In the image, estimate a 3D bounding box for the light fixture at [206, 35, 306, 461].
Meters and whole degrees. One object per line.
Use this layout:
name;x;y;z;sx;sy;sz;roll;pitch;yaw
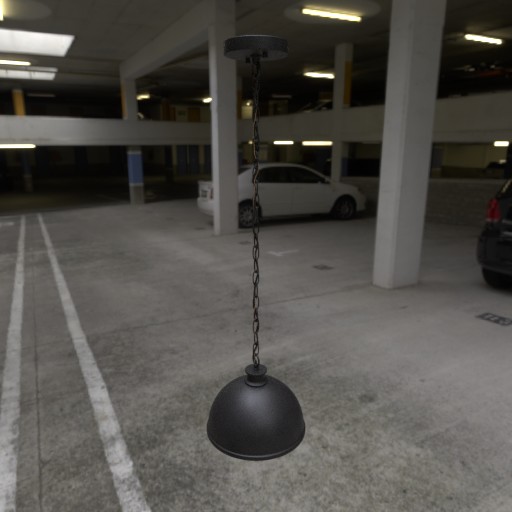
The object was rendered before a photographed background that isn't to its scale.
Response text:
light fixture;0.000;0.000;1.232;0.304;1.090;0.304;-7;16;-26
